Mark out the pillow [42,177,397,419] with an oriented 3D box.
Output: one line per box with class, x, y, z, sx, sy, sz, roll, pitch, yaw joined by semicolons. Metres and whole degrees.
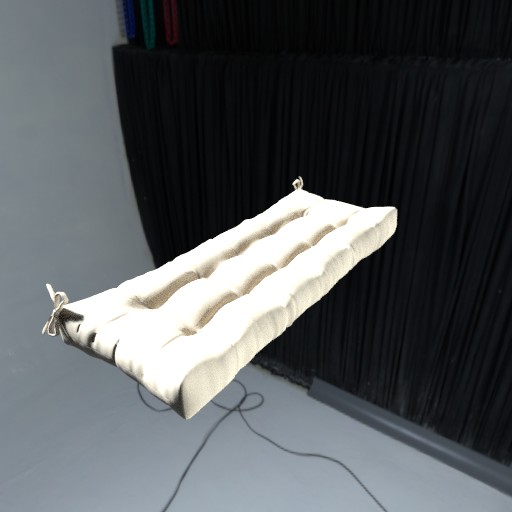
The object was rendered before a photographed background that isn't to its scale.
pillow;0.000;0.000;1.373;0.511;0.174;1.194;18;32;32
